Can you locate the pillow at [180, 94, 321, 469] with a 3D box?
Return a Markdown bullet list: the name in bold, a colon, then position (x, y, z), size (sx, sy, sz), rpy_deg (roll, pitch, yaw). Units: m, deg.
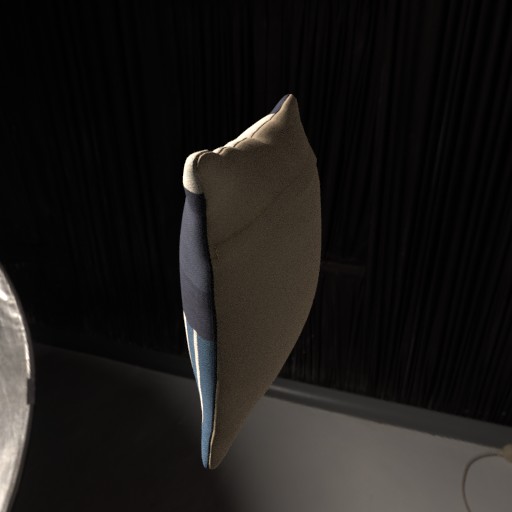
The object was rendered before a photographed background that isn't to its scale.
- **pillow**: position (0.000, 0.000, 0.810), size (0.229, 0.506, 0.536), rpy_deg (8, 30, 14)
